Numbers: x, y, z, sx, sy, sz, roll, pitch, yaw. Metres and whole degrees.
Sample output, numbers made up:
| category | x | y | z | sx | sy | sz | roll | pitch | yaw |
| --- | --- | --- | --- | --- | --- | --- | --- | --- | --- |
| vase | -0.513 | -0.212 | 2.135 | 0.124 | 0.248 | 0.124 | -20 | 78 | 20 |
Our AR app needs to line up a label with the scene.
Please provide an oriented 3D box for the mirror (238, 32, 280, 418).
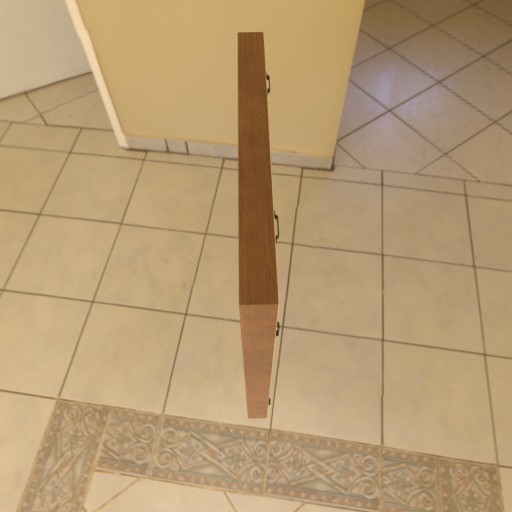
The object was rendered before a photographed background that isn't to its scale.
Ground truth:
| category | x | y | z | sx | sy | sz | roll | pitch | yaw |
| --- | --- | --- | --- | --- | --- | --- | --- | --- | --- |
| mirror | 0.000 | 0.000 | 0.717 | 0.041 | 0.509 | 0.406 | -1 | 59 | -1 |
